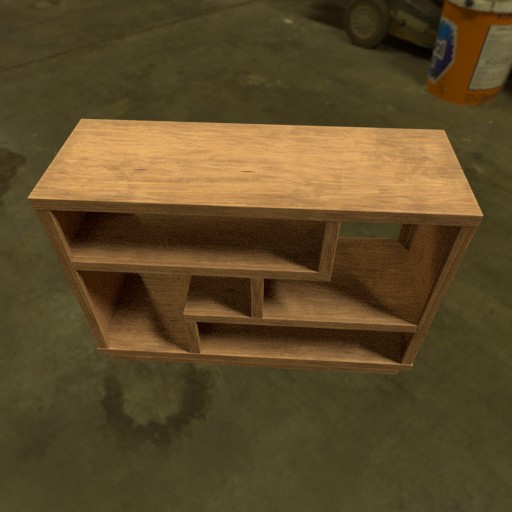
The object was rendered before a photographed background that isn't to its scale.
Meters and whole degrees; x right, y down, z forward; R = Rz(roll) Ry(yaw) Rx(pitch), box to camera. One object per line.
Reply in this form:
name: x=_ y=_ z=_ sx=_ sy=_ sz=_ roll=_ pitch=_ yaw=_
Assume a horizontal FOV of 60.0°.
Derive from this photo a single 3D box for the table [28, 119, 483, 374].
table: x=0.000 y=0.000 z=1.531 sx=1.151 sy=0.771 sz=0.410 roll=2 pitch=46 yaw=2
